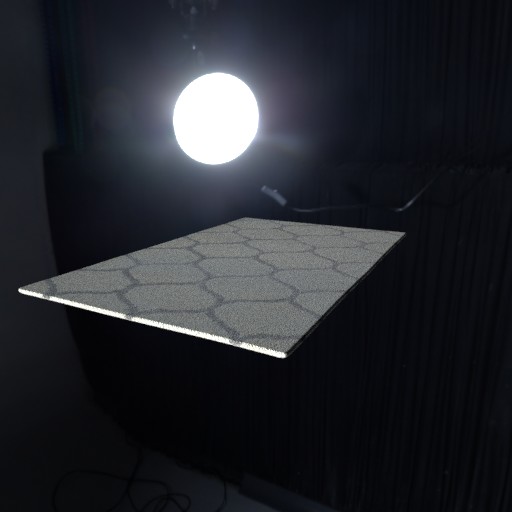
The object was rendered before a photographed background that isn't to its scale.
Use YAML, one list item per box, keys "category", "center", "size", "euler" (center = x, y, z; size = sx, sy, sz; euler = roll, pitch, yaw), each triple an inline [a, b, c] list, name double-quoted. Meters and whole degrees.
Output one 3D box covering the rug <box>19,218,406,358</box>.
- category: "rug"
  center: [0.000, 0.000, 2.906]
  size: [1.501, 0.024, 2.348]
  euler: [8, 17, 27]
